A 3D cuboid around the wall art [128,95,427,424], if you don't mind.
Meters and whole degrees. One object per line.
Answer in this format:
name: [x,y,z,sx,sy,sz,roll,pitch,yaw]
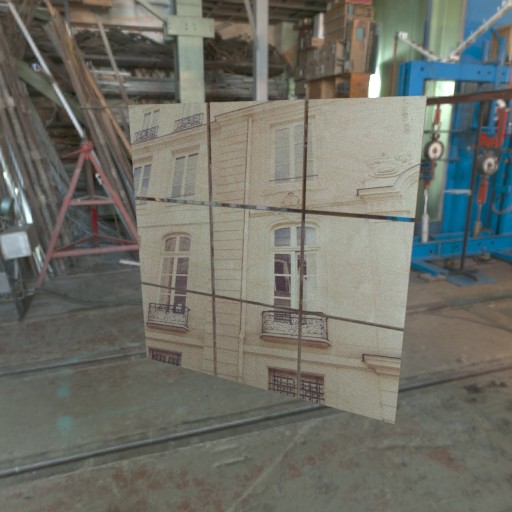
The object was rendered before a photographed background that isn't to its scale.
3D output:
wall art: [0.000,0.000,1.844,1.221,1.218,0.024,7,17,25]
